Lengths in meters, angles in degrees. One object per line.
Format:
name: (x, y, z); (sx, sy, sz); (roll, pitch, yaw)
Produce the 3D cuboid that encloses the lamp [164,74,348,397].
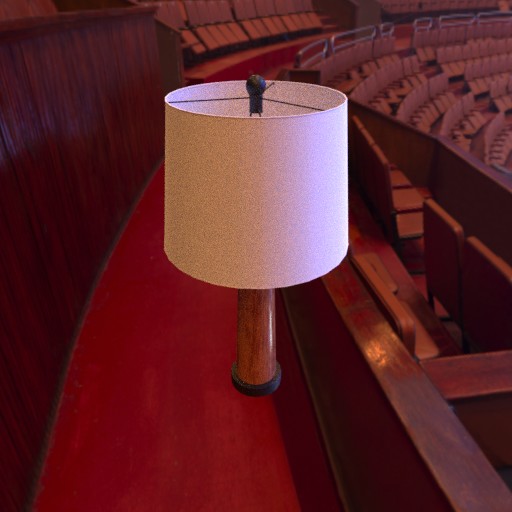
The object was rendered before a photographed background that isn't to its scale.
lamp: (0.000, 0.000, 0.872); (0.349, 0.667, 0.349); (0, 31, 0)
